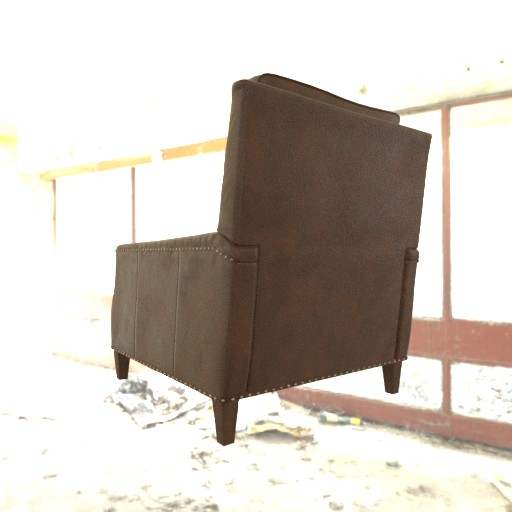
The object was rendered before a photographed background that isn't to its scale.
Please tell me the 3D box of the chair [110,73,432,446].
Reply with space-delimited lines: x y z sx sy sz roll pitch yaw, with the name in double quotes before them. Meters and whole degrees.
"chair" 0.000 0.000 1.771 0.854 1.054 1.035 0 0 -37
